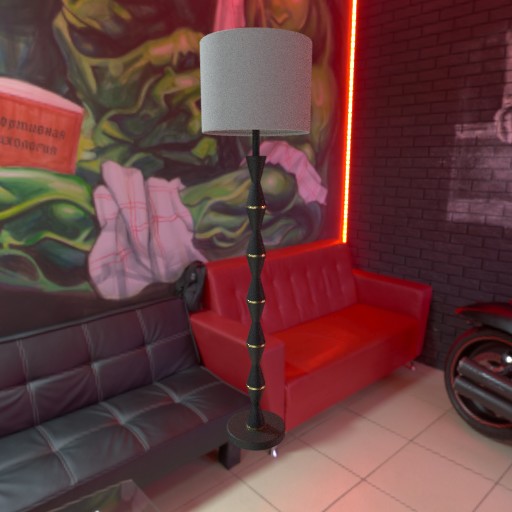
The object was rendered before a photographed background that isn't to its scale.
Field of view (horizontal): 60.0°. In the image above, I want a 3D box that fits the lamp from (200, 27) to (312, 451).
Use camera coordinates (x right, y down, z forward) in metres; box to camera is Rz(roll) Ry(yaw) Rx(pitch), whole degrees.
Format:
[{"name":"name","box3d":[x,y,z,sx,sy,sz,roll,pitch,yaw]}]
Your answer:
[{"name":"lamp","box3d":[0.000,0.000,1.667,0.381,1.480,0.381,-2,12,-9]}]
